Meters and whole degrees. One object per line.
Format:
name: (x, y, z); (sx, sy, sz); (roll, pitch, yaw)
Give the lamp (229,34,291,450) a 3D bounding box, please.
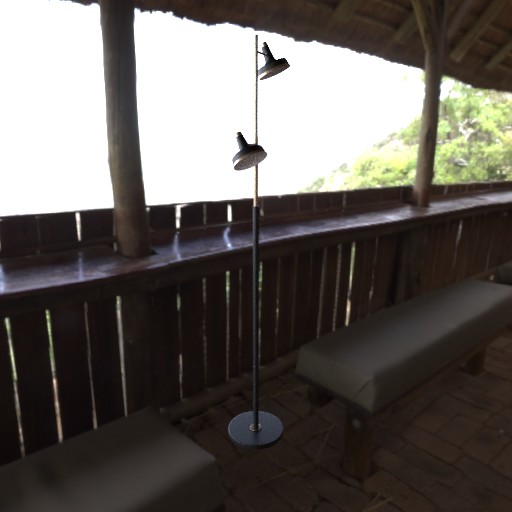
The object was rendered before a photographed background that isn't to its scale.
lamp: (0.000, 0.000, 1.833); (0.253, 1.674, 0.351); (8, 17, 28)
